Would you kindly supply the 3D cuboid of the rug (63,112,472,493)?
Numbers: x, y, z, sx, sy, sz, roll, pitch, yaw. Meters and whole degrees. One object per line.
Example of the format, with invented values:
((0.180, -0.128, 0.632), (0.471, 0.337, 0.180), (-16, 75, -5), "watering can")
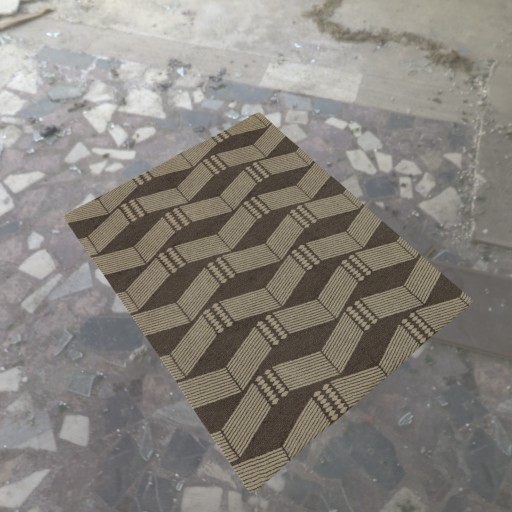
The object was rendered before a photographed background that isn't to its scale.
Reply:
((0.000, 0.000, 4.096), (2.438, 0.016, 3.048), (-33, 64, -19), "rug")
